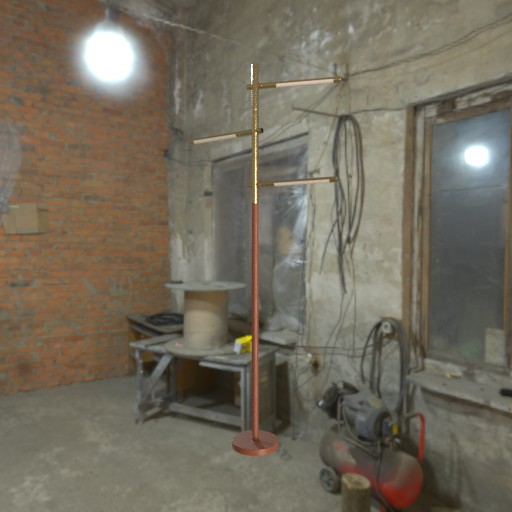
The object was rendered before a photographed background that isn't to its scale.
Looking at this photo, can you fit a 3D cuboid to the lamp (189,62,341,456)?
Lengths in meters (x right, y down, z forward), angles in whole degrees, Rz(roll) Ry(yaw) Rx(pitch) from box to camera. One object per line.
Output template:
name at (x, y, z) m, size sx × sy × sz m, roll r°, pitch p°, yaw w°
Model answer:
lamp at (0.000, 0.000, 1.979) m, size 0.737 × 1.704 × 0.209 m, roll 0°, pitch 1°, yaw 18°
